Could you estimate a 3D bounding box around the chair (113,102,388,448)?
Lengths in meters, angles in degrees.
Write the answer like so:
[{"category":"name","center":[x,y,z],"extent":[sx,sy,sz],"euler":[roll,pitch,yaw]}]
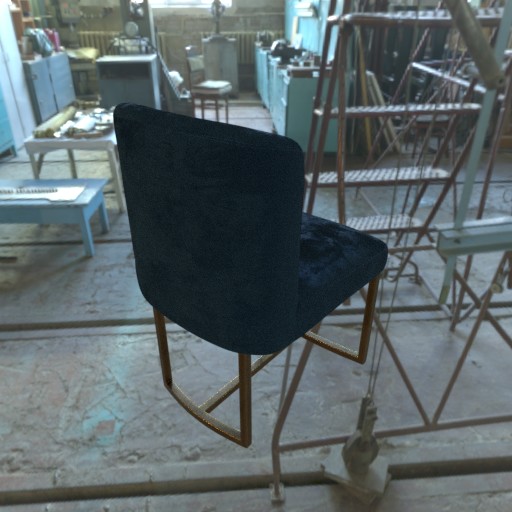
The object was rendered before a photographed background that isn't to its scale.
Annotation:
[{"category":"chair","center":[0.000,0.000,1.195],"extent":[0.530,0.824,0.560],"euler":[23,37,34]}]
